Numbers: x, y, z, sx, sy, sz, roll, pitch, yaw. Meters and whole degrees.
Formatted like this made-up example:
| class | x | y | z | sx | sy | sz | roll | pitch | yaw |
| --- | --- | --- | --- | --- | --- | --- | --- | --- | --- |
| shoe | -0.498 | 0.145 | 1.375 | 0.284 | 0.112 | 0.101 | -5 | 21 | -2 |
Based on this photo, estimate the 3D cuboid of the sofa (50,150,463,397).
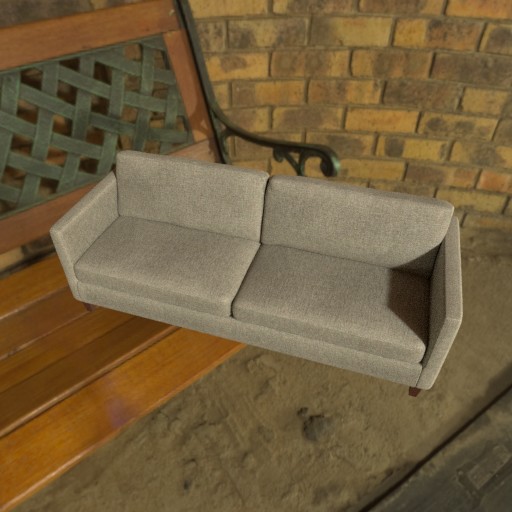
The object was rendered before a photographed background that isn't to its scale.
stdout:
| class | x | y | z | sx | sy | sz | roll | pitch | yaw |
| --- | --- | --- | --- | --- | --- | --- | --- | --- | --- |
| sofa | 0.000 | 0.000 | 2.939 | 2.434 | 0.951 | 0.948 | 12 | 43 | 13 |
